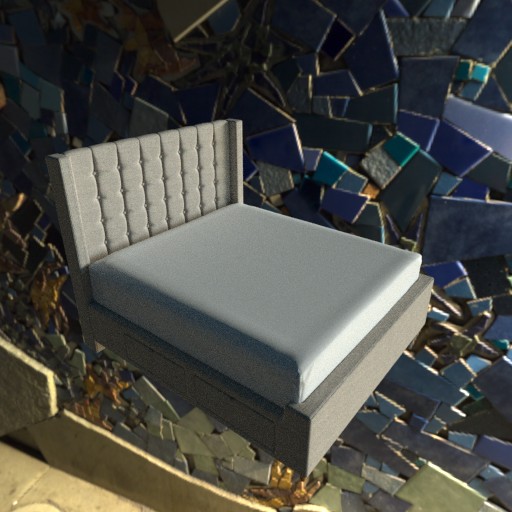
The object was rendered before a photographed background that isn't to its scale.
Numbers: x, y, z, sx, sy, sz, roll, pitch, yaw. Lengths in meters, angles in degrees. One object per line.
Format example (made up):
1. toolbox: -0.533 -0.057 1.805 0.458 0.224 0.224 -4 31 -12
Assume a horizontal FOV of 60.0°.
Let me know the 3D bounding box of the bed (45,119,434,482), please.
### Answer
1. bed: 0.000 0.000 3.704 2.372 1.748 2.044 19 32 34
